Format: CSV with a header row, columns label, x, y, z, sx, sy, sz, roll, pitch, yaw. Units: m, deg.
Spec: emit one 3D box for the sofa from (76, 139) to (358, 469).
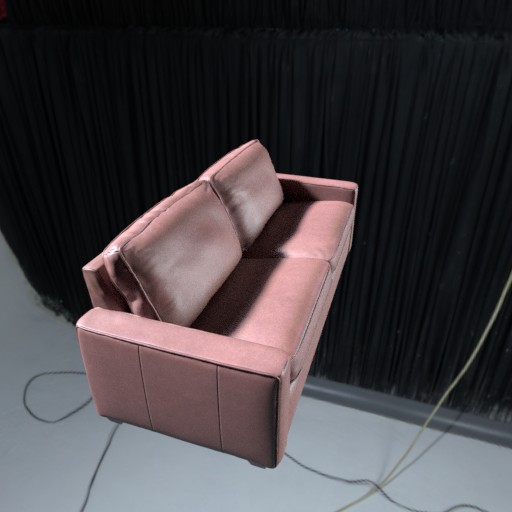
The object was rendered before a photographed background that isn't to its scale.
label,x,y,z,sx,sy,sz,roll,pitch,yaw
sofa,0.000,0.000,2.608,0.940,0.919,2.080,10,31,16
